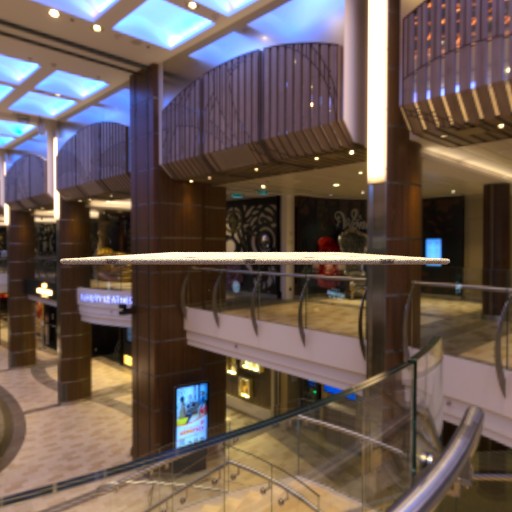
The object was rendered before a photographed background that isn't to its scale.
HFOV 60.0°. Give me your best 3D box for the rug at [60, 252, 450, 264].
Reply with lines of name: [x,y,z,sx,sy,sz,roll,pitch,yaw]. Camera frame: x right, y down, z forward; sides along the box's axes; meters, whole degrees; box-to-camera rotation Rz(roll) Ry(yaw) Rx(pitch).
rug: [0.000,0.000,3.371,1.801,0.026,2.701,0,1,0]
